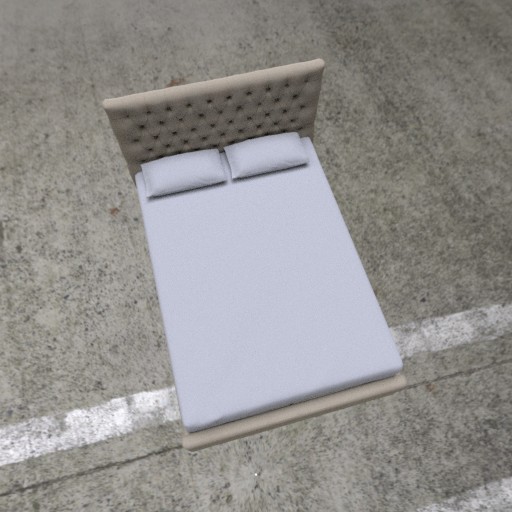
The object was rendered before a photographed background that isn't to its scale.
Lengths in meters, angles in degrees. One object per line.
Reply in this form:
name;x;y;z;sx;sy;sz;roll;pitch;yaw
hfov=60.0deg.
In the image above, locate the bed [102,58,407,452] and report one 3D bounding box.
bed;0.000;0.000;3.424;1.698;1.427;2.387;-14;65;-7
